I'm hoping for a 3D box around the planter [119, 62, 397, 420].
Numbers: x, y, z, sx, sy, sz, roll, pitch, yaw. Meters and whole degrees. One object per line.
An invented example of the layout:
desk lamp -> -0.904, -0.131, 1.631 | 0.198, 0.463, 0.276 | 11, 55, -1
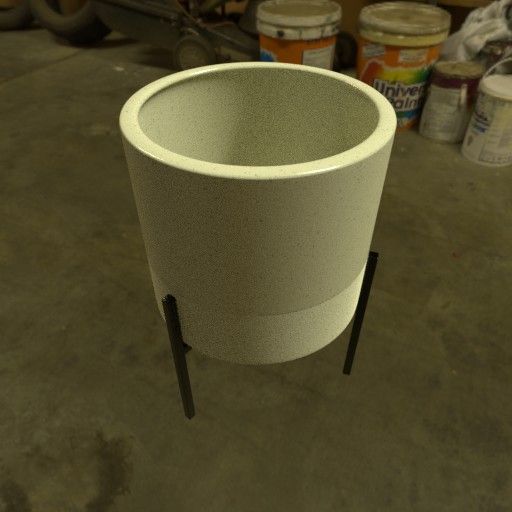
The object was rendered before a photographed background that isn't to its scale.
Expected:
planter -> 0.000, 0.000, 0.326 | 0.152, 0.230, 0.159 | -11, 42, -13
